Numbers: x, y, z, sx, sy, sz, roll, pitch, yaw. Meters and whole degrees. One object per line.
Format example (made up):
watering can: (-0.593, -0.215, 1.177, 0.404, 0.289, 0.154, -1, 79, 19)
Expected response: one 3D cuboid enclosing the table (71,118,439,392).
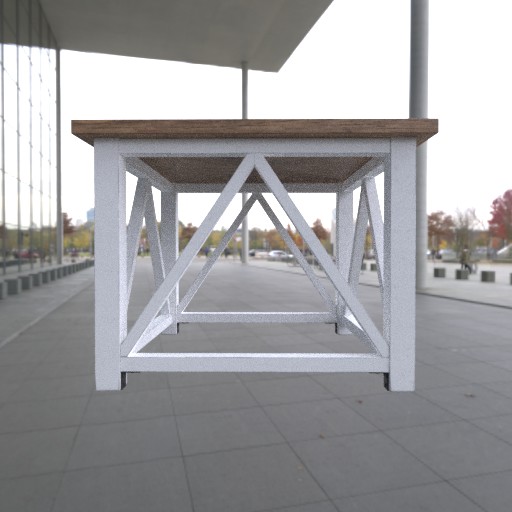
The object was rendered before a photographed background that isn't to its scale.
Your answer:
table: (0.000, 0.000, 1.195, 0.700, 0.532, 0.700, 0, 1, 1)
